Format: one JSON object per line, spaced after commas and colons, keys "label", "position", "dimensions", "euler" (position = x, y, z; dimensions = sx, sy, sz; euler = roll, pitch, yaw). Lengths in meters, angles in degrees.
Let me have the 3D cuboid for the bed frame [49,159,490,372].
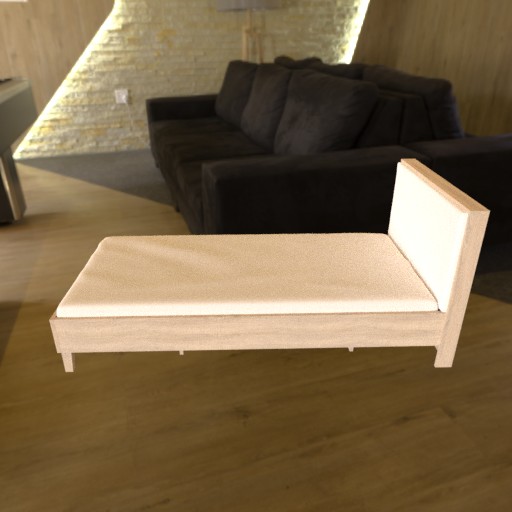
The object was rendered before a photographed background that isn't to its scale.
{"label": "bed frame", "position": [0.000, 0.000, 2.672], "dimensions": [2.140, 0.920, 0.990], "euler": [-1, 26, -2]}
